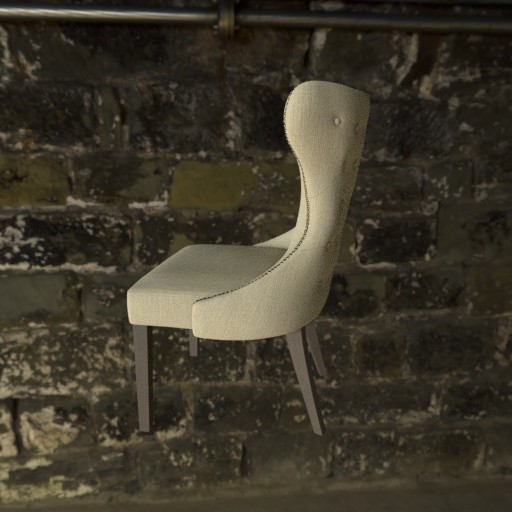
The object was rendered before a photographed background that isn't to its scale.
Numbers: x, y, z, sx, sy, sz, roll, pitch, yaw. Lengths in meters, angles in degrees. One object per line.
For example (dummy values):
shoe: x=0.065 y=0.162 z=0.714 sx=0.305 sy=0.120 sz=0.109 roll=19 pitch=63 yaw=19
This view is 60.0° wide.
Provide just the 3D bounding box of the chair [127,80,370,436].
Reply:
chair: x=0.000 y=0.000 z=1.389 sx=0.635 sy=0.967 sz=0.628 roll=2 pitch=15 yaw=9
